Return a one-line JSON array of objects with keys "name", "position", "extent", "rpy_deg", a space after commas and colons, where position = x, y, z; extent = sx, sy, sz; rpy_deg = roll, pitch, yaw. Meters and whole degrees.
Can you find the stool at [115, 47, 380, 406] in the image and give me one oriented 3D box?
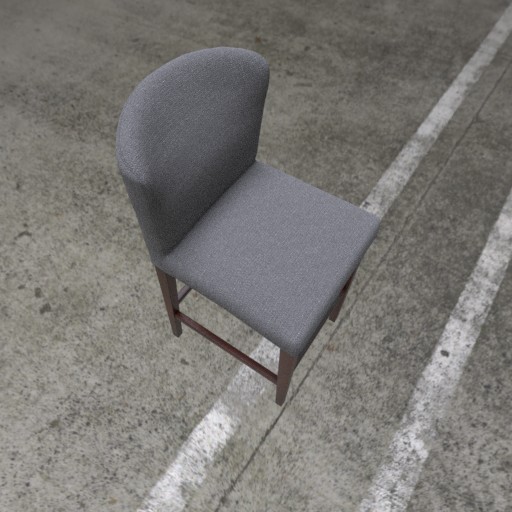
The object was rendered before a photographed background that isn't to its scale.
[{"name": "stool", "position": [0.000, 0.000, 1.358], "extent": [0.568, 1.069, 0.486], "rpy_deg": [30, 62, 18]}]
